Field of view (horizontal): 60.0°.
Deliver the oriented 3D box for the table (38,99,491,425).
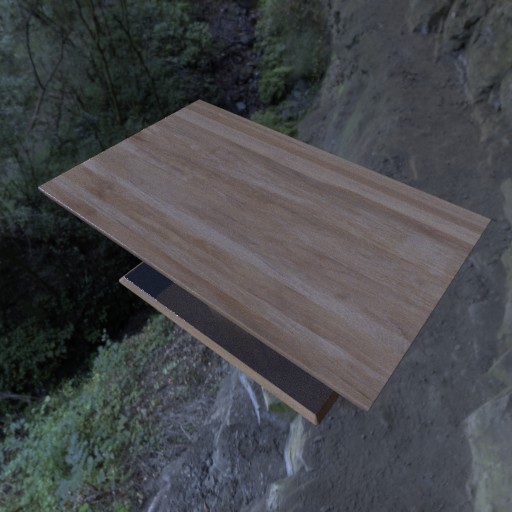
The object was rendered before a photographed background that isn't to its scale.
[{"bbox_3d":[0.000,0.000,1.422,1.100,0.441,0.692,30,53,25],"label":"table"}]
